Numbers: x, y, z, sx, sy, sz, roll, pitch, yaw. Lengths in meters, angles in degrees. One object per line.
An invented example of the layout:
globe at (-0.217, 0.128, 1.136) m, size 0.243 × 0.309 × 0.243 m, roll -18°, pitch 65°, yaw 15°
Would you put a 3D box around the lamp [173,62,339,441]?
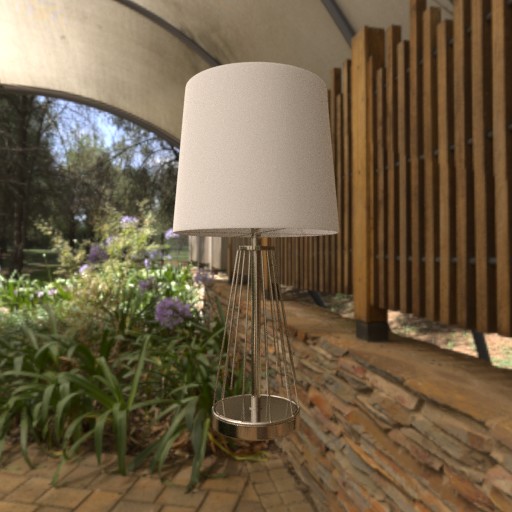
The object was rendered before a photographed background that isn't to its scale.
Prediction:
lamp at (0.000, 0.000, 0.821) m, size 0.303 × 0.618 × 0.303 m, roll 0°, pitch 0°, yaw 0°
